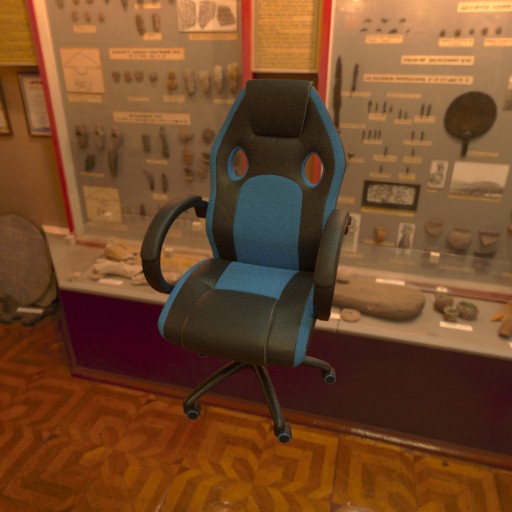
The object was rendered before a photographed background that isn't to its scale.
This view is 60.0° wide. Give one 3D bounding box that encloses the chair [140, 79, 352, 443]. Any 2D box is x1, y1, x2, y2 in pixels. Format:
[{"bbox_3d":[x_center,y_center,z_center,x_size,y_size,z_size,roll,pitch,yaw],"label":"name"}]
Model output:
[{"bbox_3d":[0.000,0.000,1.659,0.673,1.187,0.724,8,27,16],"label":"chair"}]
